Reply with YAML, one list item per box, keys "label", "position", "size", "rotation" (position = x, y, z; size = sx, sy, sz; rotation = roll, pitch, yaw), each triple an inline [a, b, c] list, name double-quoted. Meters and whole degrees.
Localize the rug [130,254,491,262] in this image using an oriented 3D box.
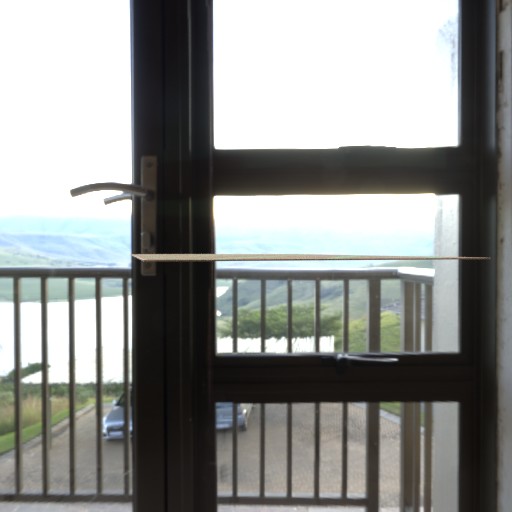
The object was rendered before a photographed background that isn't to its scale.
- label: "rug"
  position: [0.000, 0.000, 2.873]
  size: [1.524, 0.006, 2.286]
  rotation: [0, 1, -17]
